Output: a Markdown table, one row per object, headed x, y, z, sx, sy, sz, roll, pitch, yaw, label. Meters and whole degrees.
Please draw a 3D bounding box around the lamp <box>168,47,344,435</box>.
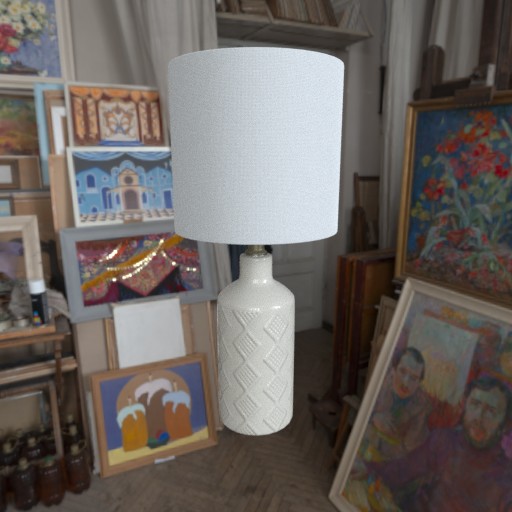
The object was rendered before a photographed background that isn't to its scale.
| x | y | z | sx | sy | sz | roll | pitch | yaw | label |
| --- | --- | --- | --- | --- | --- | --- | --- | --- | --- |
| 0.000 | 0.000 | 0.580 | 0.207 | 0.461 | 0.207 | 6 | 14 | 26 | lamp |
